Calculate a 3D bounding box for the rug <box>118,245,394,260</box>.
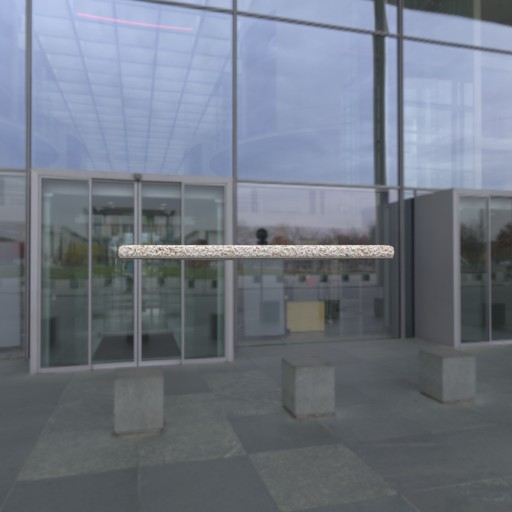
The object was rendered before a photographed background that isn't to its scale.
[{"bbox_3d":[0.000,0.000,1.727,0.609,0.030,1.524,0,-1,0],"label":"rug"}]
